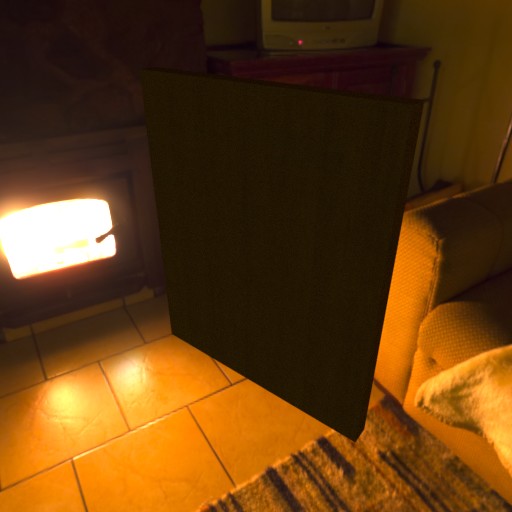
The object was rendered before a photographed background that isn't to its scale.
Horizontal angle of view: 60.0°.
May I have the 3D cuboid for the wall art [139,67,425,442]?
[{"bbox_3d":[0.000,0.000,0.746,0.455,0.552,0.034,22,36,32],"label":"wall art"}]
